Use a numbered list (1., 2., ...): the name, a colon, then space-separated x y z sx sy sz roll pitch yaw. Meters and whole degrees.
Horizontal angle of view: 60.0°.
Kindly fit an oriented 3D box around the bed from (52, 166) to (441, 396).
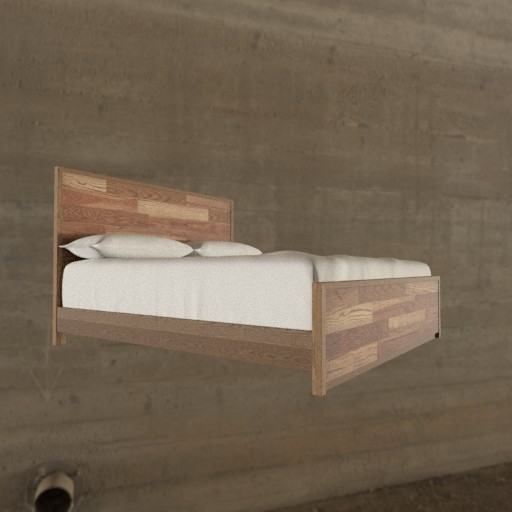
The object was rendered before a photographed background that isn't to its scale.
1. bed: 0.000 0.000 3.394 2.184 1.295 2.013 -1 -2 36
